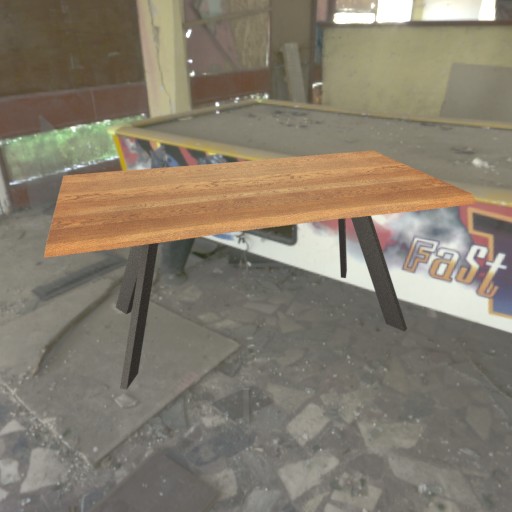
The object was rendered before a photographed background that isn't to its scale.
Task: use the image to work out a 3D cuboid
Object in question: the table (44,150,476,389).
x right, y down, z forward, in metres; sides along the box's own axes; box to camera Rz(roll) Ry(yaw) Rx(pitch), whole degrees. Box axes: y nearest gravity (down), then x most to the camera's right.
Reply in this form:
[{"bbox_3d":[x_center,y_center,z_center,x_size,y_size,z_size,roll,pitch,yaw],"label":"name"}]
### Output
[{"bbox_3d":[0.000,0.000,2.295,1.800,0.770,0.900,-8,28,-15],"label":"table"}]
